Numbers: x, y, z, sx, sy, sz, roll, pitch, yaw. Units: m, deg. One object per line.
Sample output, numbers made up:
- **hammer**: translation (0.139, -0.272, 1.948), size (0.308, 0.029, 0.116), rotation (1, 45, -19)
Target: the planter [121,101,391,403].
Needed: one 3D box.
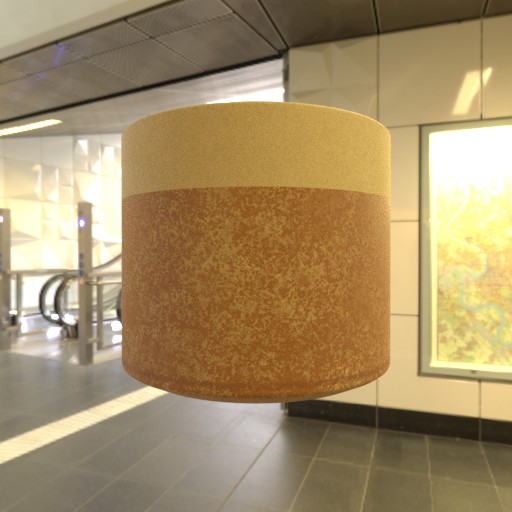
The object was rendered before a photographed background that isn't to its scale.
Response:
- **planter**: translation (0.000, 0.000, 0.273), size (0.159, 0.138, 0.159), rotation (0, 0, 0)
